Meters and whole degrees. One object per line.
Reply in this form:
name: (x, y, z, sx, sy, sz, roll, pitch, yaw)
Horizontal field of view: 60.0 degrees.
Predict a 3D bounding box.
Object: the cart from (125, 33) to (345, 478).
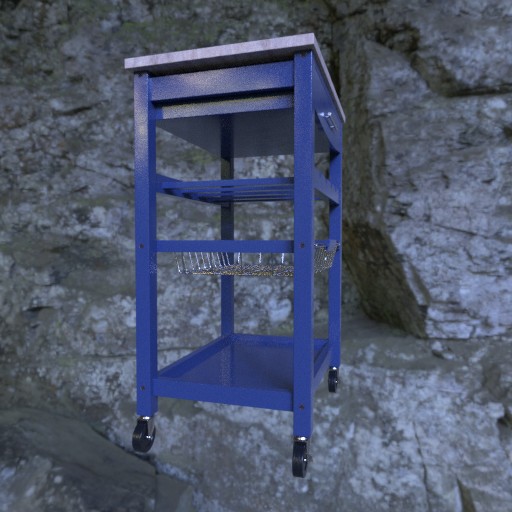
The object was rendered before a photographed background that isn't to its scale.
cart: (0.000, 0.000, 1.151, 0.403, 0.839, 0.584, 1, 2, 17)
